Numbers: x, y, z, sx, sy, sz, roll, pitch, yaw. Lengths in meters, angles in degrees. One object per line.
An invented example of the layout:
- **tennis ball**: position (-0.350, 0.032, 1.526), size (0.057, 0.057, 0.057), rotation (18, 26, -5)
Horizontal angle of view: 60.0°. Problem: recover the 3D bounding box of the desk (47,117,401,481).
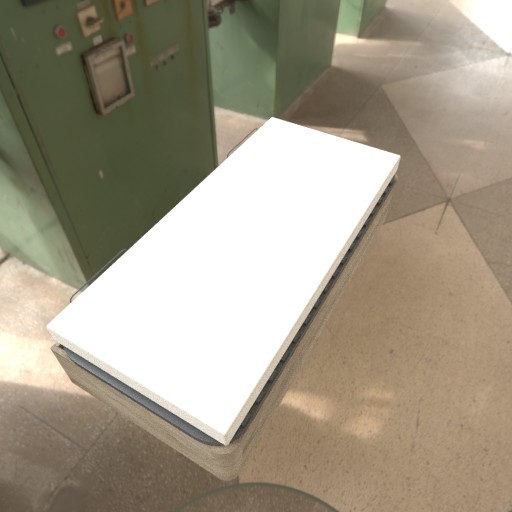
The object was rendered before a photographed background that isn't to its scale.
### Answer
- **desk**: position (0.000, 0.000, 2.309), size (0.900, 0.455, 1.900), rotation (23, 51, 20)
